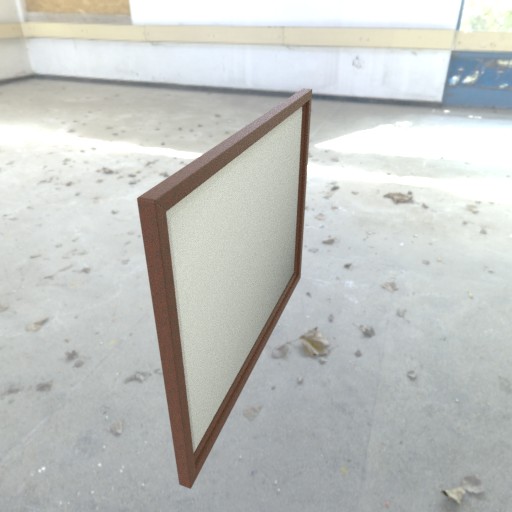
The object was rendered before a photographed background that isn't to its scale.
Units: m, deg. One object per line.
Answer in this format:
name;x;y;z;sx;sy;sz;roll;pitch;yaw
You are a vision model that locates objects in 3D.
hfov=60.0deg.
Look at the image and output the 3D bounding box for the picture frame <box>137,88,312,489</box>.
picture frame;0.000;0.000;1.725;0.045;1.018;1.329;11;32;18
